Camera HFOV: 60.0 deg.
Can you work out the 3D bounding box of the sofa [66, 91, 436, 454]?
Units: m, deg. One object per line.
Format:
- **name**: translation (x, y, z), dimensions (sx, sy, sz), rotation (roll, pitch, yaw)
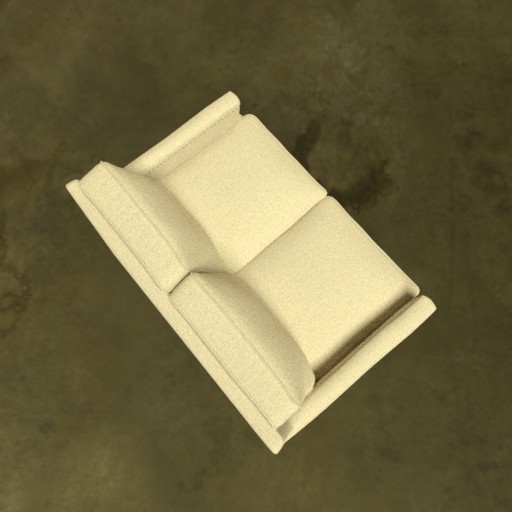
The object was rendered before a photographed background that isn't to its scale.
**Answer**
- **sofa**: translation (0.000, 0.000, 2.321), dimensions (1.084, 1.003, 1.597), rotation (-39, 77, -10)
